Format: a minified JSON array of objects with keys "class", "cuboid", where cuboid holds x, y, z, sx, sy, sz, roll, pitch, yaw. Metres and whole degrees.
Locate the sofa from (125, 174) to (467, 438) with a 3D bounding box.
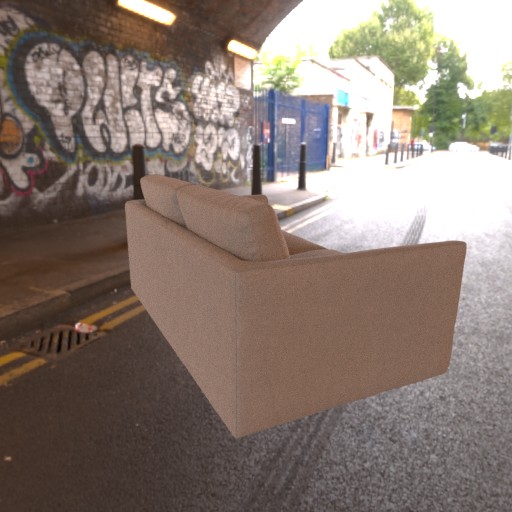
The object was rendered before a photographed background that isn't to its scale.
[{"class":"sofa","cuboid":[0.000,0.000,2.518,1.091,0.839,1.905,-7,16,-25]}]
